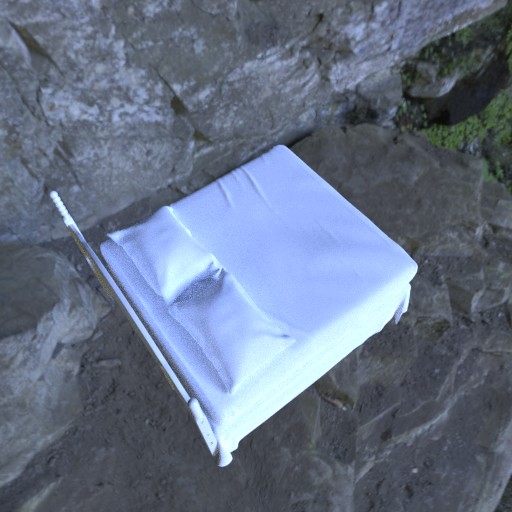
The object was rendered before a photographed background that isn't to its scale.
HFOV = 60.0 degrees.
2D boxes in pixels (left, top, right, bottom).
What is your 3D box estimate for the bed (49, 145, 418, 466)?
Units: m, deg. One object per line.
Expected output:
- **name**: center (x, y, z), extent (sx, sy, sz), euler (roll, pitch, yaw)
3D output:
- **bed**: center (0.000, 0.000, 3.293), extent (2.040, 1.356, 1.873), euler (-33, 63, -19)
